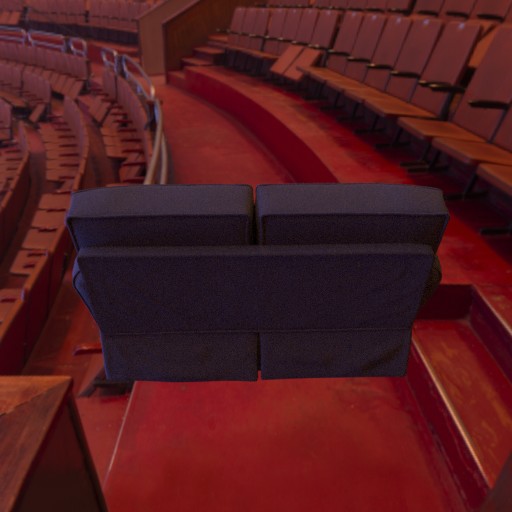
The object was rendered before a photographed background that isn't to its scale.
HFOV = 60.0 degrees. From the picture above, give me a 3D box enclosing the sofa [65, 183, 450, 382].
[{"bbox_3d":[0.000,0.000,2.466,1.801,1.059,0.997,-1,29,-1],"label":"sofa"}]
